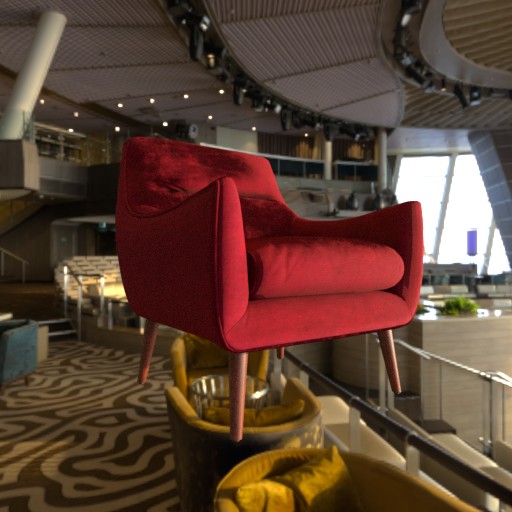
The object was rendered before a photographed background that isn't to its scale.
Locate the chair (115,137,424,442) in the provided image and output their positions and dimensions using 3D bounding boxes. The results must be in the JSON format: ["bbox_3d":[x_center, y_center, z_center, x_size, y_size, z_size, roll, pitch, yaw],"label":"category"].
[{"bbox_3d":[0.000,0.000,1.445,0.762,0.838,0.787,0,0,-36],"label":"chair"}]
